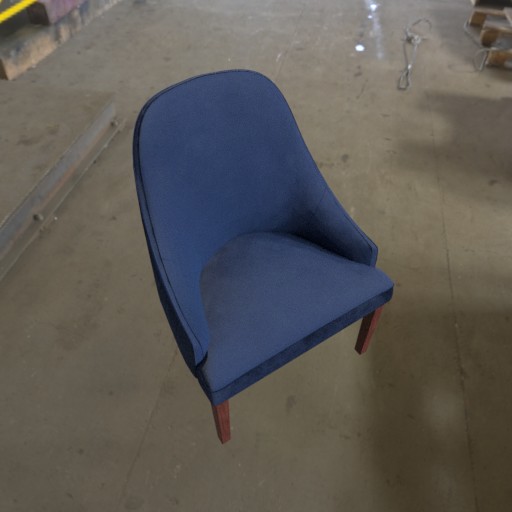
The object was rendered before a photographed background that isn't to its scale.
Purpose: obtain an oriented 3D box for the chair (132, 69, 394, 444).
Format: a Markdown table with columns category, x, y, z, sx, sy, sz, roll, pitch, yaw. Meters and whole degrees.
| category | x | y | z | sx | sy | sz | roll | pitch | yaw |
| --- | --- | --- | --- | --- | --- | --- | --- | --- | --- |
| chair | 0.000 | 0.000 | 1.320 | 0.643 | 0.889 | 0.575 | -26 | 52 | -22 |
